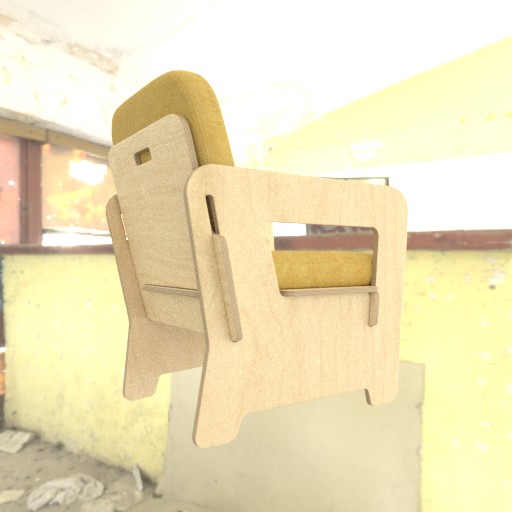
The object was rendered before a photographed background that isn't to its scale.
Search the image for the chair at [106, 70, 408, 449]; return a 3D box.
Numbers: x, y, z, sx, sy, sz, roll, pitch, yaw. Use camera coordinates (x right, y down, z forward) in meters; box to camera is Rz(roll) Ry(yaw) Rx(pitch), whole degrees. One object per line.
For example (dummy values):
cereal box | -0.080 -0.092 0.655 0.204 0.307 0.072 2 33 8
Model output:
chair | 0.000 0.000 1.251 0.710 0.800 0.590 0 0 -37
